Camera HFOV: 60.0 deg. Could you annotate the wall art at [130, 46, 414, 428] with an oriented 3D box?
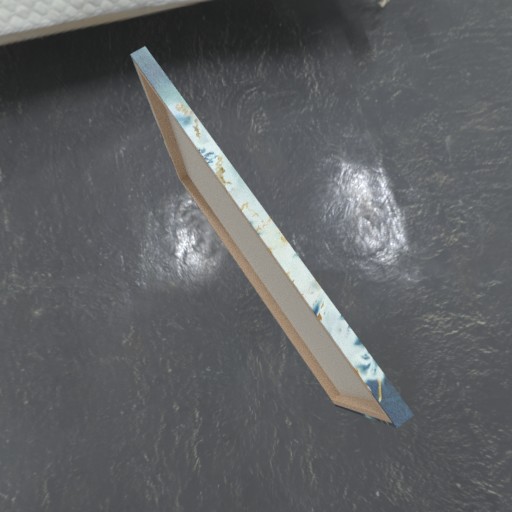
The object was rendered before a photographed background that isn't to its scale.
[{"bbox_3d":[0.000,0.000,1.151,0.038,0.608,0.912,-33,77,-9],"label":"wall art"}]
